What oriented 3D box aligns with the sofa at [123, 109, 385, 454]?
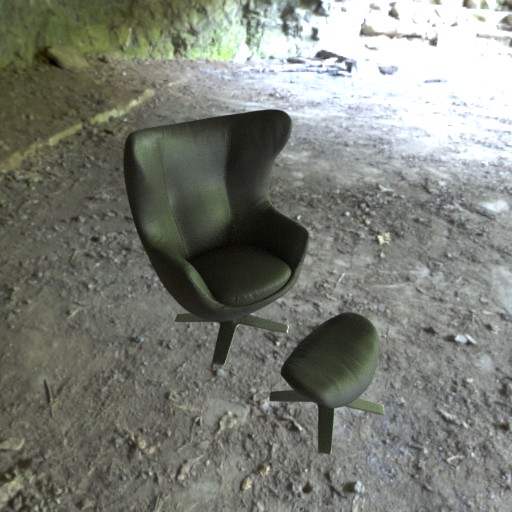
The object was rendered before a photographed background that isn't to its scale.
[{"bbox_3d":[0.000,0.000,2.131,0.894,1.135,1.444,-21,37,-30],"label":"sofa"}]
